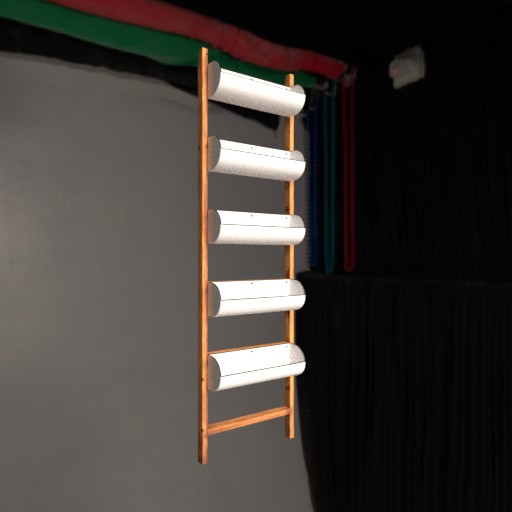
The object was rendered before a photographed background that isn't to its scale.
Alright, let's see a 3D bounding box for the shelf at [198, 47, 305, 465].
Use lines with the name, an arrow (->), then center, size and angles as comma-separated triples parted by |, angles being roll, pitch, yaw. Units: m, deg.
shelf -> 0.000, 0.000, 1.799 | 0.454, 1.600, 0.141 | 0, 0, -35
